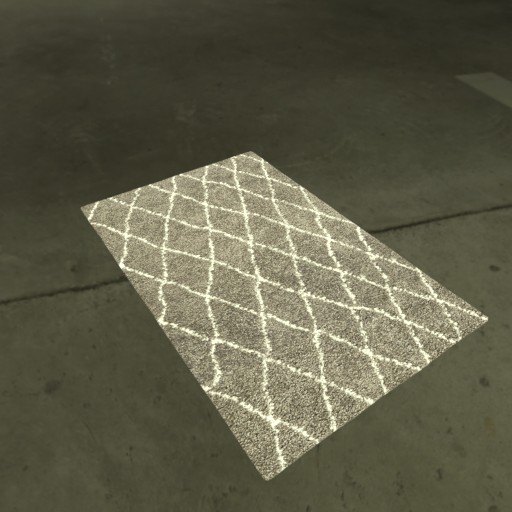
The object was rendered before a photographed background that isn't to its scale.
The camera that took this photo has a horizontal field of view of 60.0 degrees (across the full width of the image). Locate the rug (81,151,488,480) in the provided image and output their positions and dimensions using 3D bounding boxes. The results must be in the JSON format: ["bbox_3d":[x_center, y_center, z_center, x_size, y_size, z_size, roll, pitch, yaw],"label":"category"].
[{"bbox_3d":[0.000,0.000,3.335,1.778,0.030,2.743,-24,47,-25],"label":"rug"}]
